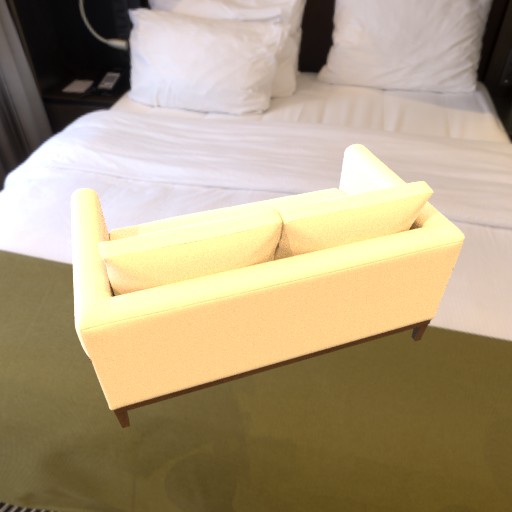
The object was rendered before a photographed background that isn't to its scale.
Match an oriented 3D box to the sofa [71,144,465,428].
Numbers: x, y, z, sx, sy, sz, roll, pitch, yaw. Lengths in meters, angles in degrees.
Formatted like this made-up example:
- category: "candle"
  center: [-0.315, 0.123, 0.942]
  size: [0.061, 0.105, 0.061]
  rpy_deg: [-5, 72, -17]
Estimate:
- category: "sofa"
  center: [0.000, 0.000, 2.152]
  size: [1.598, 0.873, 0.905]
  rpy_deg: [-12, 42, -14]
